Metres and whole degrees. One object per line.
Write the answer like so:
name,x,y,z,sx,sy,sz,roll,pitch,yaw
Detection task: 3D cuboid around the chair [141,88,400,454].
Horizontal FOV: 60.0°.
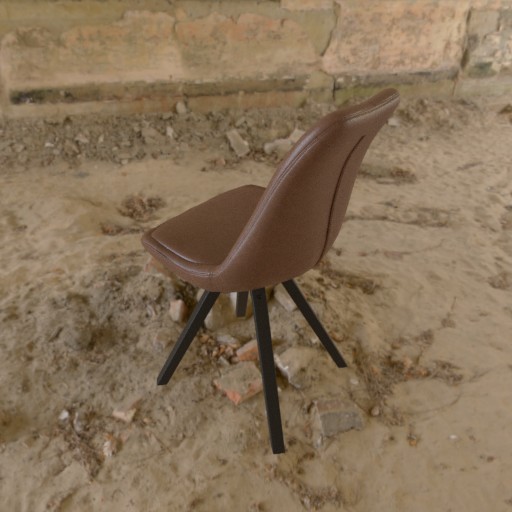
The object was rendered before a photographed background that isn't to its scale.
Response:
chair,0.000,0.000,1.155,0.550,0.850,0.475,20,37,30
